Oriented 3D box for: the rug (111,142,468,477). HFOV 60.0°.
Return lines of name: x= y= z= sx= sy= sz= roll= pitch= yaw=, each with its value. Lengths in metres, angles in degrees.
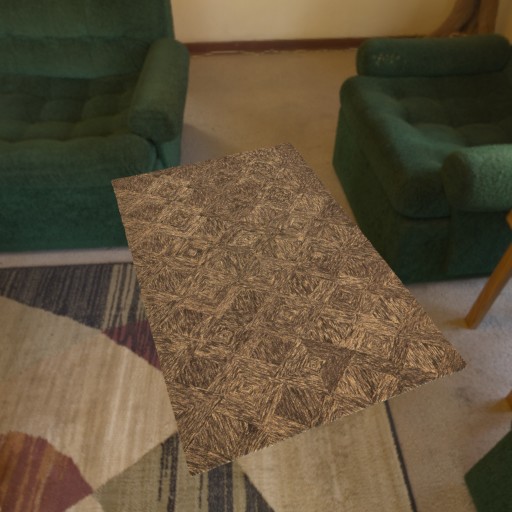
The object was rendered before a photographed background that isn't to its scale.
rug: x=0.000 y=0.000 z=2.257 sx=1.189 sy=0.011 sz=1.808 roll=-16 pitch=49 yaw=-14
